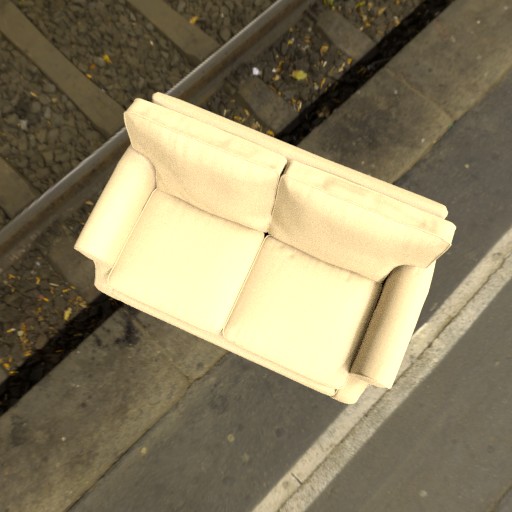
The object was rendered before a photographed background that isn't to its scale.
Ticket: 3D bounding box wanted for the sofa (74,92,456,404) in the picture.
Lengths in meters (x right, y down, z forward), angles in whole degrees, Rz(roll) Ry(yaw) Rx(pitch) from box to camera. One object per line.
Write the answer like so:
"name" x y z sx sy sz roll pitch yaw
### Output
"sofa" 0.000 0.000 2.269 1.665 0.937 0.964 23 76 6
